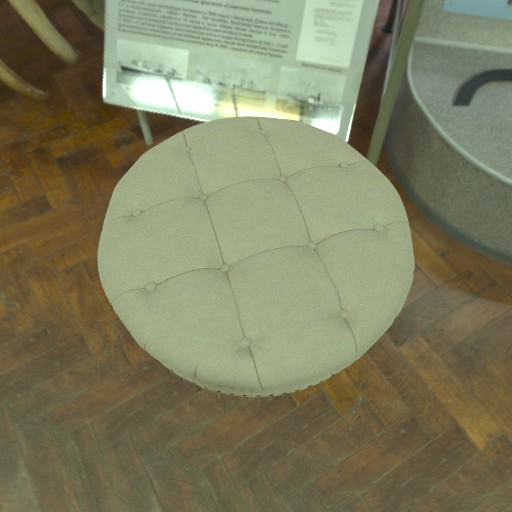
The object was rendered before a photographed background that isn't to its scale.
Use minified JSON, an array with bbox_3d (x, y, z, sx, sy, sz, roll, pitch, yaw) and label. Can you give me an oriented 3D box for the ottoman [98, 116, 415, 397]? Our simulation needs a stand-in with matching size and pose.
[{"bbox_3d":[0.000,0.000,1.382,0.901,0.439,0.901,0,58,0],"label":"ottoman"}]
